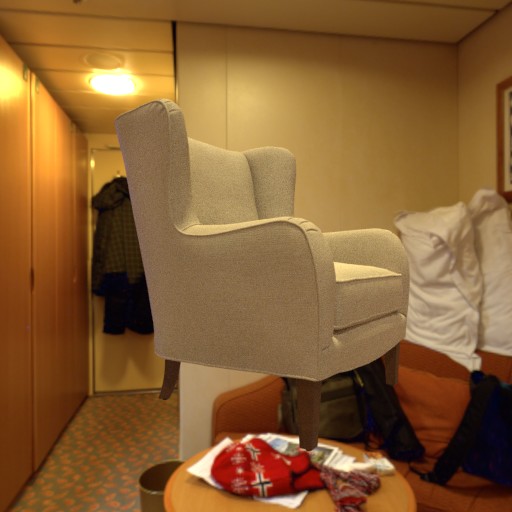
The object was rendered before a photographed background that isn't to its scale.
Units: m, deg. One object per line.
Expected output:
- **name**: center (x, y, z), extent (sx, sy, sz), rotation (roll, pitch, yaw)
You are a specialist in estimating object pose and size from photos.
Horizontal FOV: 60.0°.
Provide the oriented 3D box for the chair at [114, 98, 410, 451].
- **chair**: center (0.000, 0.000, 1.710), extent (0.966, 1.040, 0.838), rotation (0, 0, 34)
